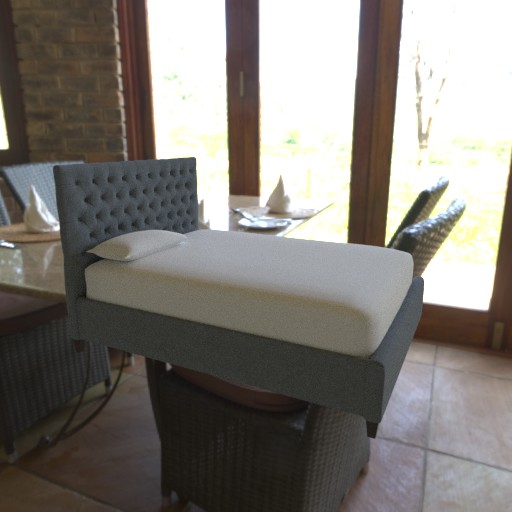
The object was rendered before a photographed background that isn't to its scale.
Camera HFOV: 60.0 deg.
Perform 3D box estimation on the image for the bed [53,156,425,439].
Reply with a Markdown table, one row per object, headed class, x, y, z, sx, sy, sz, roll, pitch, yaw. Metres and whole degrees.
| class | x | y | z | sx | sy | sz | roll | pitch | yaw |
| --- | --- | --- | --- | --- | --- | --- | --- | --- | --- |
| bed | 0.000 | 0.000 | 3.437 | 2.335 | 1.411 | 1.698 | 7 | 17 | 26 |
